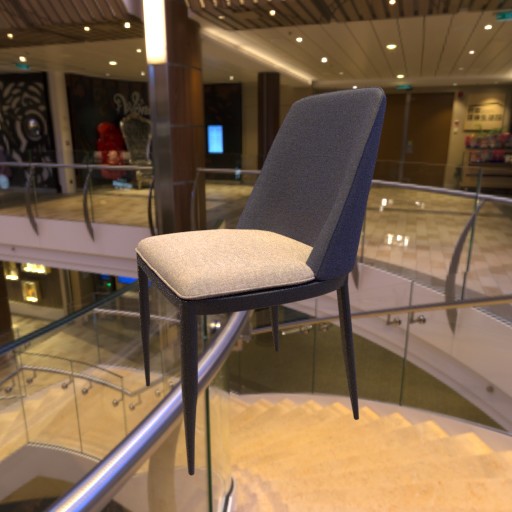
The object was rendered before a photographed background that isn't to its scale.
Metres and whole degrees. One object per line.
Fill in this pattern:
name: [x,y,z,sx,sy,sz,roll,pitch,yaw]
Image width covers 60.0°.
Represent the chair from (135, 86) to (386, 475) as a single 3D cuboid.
chair: [0.000,0.000,1.162,0.551,0.839,0.480,-8,17,-26]
